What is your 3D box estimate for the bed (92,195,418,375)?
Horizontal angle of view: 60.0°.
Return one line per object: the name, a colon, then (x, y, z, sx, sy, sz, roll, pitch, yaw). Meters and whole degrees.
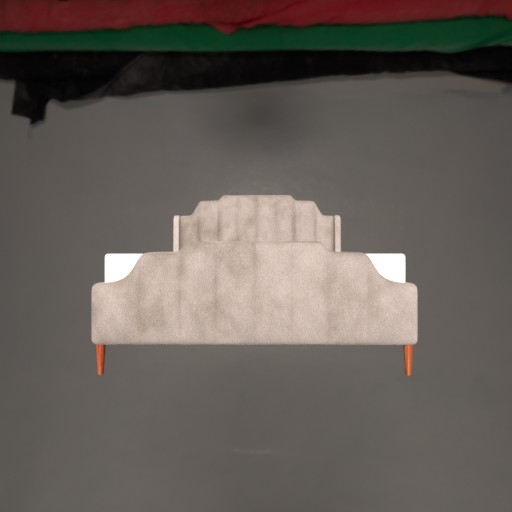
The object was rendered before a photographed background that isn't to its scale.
bed: (0.000, 0.000, 3.395, 1.676, 1.245, 2.340, 0, 0, 0)
